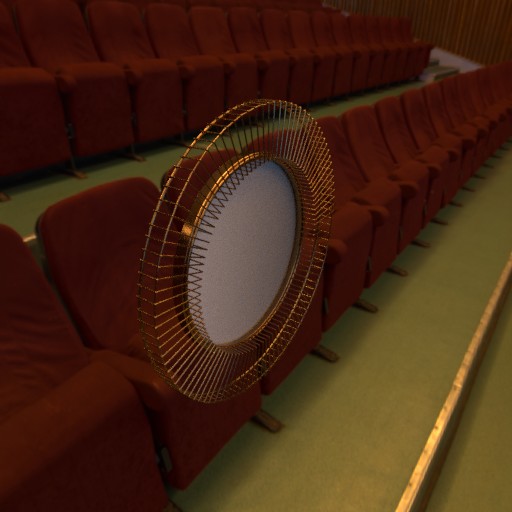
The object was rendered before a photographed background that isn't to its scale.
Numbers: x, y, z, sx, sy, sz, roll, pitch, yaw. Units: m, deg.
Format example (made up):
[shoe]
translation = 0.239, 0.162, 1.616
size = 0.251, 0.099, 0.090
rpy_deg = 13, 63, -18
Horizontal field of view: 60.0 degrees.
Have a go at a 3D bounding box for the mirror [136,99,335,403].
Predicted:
[mirror]
translation = 0.000, 0.000, 1.054
size = 0.067, 0.703, 0.703
rpy_deg = 18, 32, 31
